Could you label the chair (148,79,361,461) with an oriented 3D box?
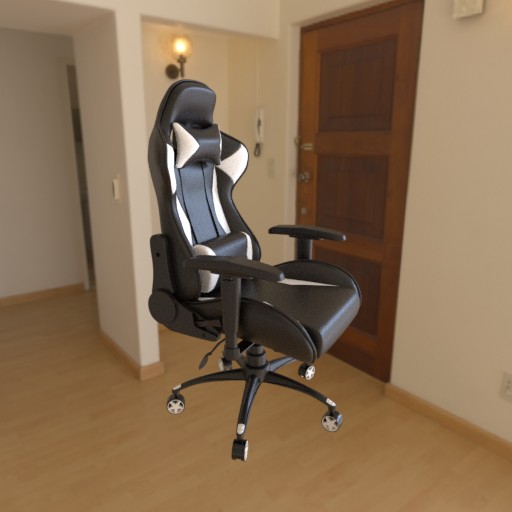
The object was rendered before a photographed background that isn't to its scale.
[{"bbox_3d":[0.000,0.000,1.687,0.695,1.285,0.730,8,16,27],"label":"chair"}]
